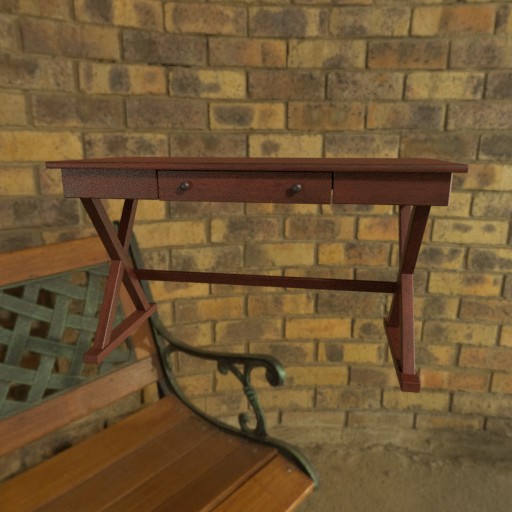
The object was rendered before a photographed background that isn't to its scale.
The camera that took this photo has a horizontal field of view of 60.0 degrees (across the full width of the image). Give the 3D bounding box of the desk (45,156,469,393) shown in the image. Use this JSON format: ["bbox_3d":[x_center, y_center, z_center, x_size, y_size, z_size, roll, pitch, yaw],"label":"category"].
[{"bbox_3d":[0.000,0.000,1.793,1.372,0.761,0.600,2,14,9],"label":"desk"}]
